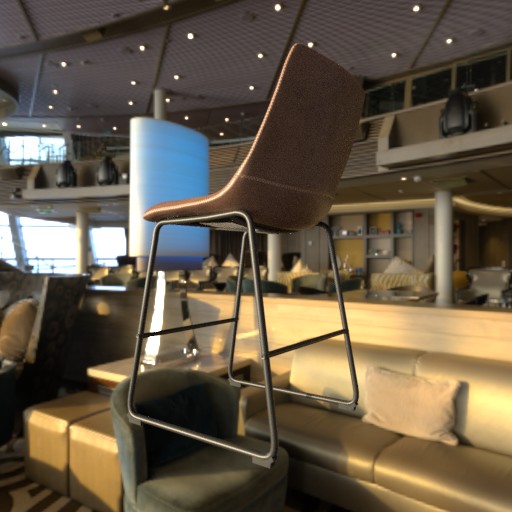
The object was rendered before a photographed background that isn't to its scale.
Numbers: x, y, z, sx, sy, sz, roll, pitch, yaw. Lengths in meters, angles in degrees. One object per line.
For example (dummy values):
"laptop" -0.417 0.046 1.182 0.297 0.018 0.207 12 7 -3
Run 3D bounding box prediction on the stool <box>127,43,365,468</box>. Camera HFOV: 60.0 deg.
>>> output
"stool" 0.000 0.000 1.216 0.550 0.890 0.460 0 -1 36
